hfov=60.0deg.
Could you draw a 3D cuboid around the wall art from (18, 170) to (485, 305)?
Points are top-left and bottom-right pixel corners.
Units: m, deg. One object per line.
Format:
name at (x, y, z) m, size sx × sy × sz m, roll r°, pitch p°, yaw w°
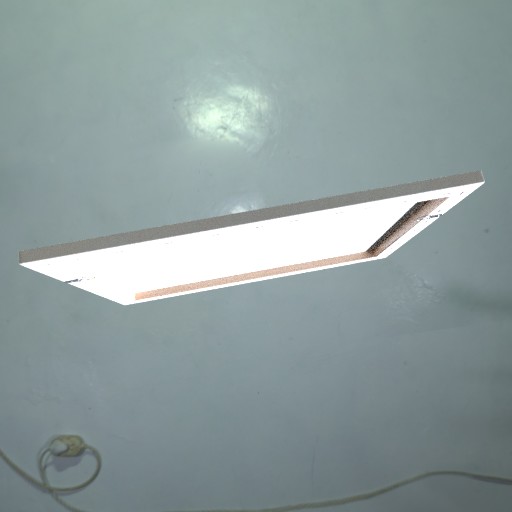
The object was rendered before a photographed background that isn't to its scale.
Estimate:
wall art at (0.000, 0.000, 1.588) m, size 1.219 × 0.912 × 0.042 m, roll -10°, pitch 78°, yaw -2°
